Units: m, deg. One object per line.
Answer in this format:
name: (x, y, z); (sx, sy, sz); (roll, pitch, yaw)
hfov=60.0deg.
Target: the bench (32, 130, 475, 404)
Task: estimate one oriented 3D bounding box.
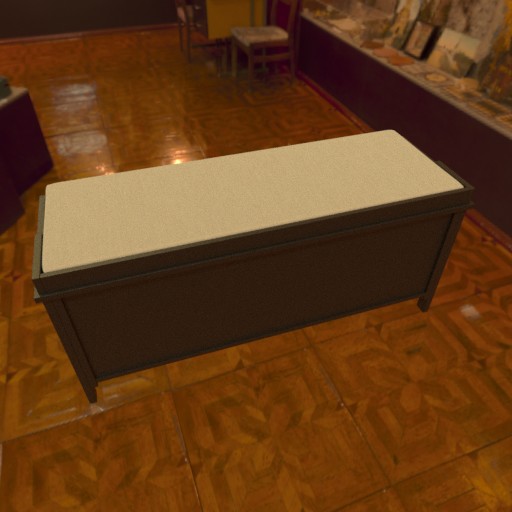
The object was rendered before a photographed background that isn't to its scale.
bench: (0.000, 0.000, 1.364); (1.140, 0.501, 0.398); (-12, 43, -13)
